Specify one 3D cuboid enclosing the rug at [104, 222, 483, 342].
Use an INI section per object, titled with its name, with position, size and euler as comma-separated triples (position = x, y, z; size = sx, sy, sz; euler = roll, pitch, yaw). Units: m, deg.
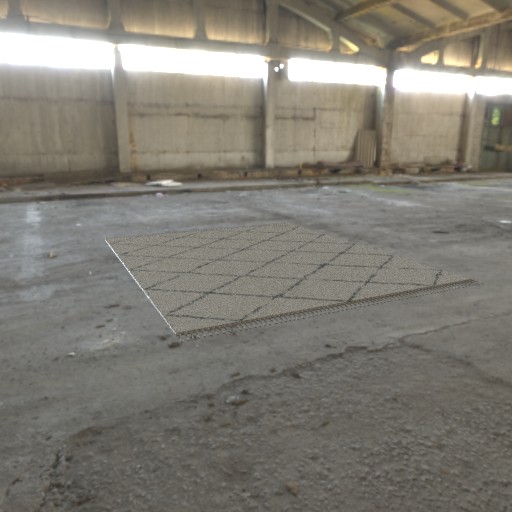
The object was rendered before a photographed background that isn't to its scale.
[rug]
position = 0.000, 0.000, 4.206
size = 2.380, 0.013, 3.051
euler = -7, 15, -25
